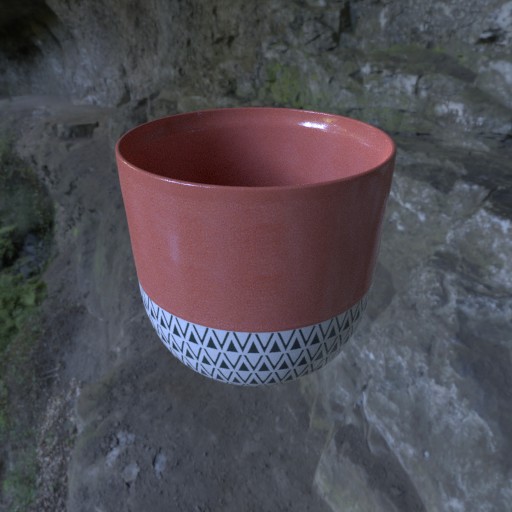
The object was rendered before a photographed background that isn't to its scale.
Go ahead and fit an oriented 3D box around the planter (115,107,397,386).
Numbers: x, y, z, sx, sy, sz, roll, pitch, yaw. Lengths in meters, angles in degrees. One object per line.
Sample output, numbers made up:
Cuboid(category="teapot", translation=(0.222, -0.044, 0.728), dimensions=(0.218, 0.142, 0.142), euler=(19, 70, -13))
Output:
Cuboid(category="planter", translation=(0.000, 0.000, 0.501), dimensions=(0.266, 0.270, 0.266), euler=(0, 31, 0))
